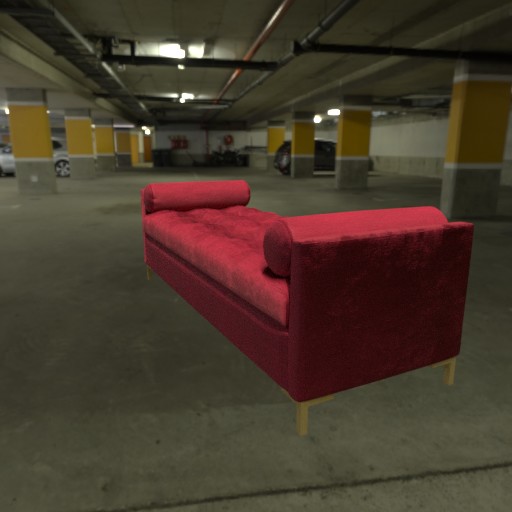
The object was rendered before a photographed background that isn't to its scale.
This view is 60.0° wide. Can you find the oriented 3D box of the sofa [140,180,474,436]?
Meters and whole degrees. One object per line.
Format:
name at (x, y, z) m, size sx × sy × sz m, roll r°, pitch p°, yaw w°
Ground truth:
sofa at (0.000, 0.000, 2.436) m, size 0.796 × 0.705 × 2.102 m, roll -7°, pitch 15°, yaw -26°
